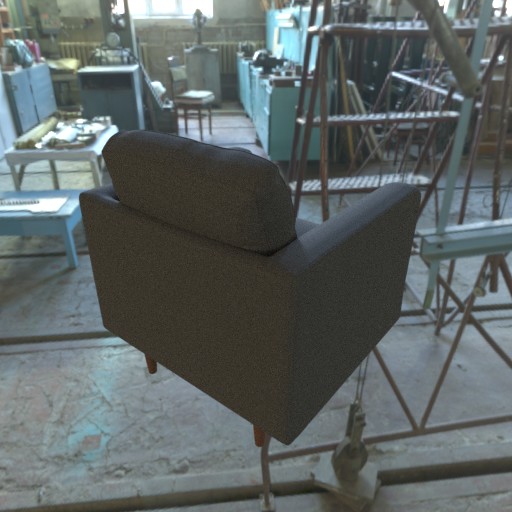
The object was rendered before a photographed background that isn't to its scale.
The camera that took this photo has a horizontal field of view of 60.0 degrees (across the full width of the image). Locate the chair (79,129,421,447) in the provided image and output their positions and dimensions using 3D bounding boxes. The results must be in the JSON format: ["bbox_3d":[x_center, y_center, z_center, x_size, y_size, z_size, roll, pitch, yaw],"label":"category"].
[{"bbox_3d":[0.000,0.000,1.560,0.854,0.927,0.800,21,35,33],"label":"chair"}]
